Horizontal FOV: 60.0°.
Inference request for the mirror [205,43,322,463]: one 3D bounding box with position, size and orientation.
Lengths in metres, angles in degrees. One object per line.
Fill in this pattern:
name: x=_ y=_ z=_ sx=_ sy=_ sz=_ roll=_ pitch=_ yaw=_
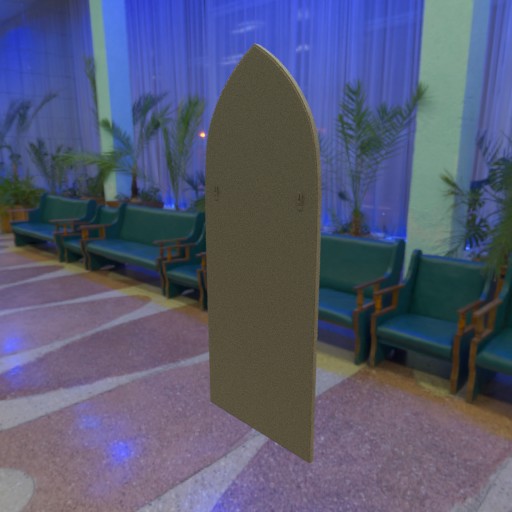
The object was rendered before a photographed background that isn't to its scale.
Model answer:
mirror: x=0.000 y=0.000 z=1.330 sx=0.025 sy=1.175 sz=0.464 roll=-13 pitch=19 yaw=-43
